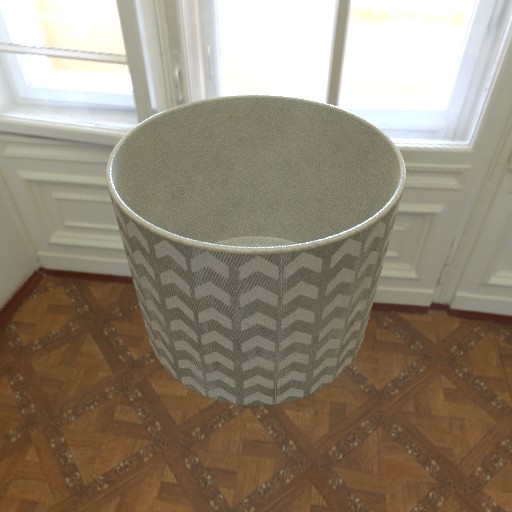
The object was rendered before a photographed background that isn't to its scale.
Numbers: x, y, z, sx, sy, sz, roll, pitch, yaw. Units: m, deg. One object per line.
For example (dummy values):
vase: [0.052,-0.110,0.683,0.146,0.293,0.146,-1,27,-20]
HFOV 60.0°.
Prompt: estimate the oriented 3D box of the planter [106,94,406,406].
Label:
planter: [0.000,0.000,0.460,0.250,0.239,0.250,0,43,0]
